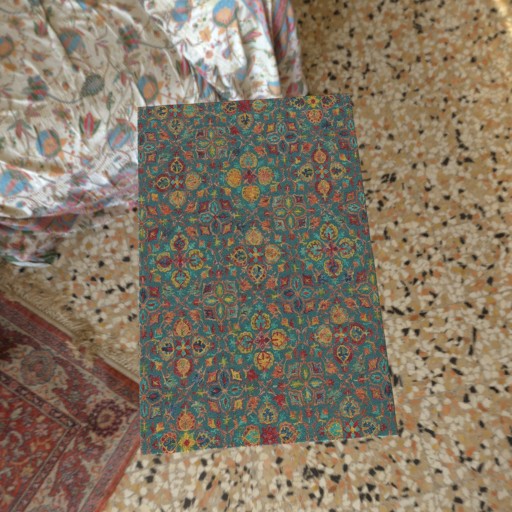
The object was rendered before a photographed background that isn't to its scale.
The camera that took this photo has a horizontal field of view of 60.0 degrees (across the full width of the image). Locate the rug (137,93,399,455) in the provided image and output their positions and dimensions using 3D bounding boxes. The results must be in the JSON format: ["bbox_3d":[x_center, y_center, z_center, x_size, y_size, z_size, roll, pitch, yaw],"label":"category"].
[{"bbox_3d":[0.000,0.000,2.300,1.216,0.014,1.836,-4,76,-1],"label":"rug"}]
